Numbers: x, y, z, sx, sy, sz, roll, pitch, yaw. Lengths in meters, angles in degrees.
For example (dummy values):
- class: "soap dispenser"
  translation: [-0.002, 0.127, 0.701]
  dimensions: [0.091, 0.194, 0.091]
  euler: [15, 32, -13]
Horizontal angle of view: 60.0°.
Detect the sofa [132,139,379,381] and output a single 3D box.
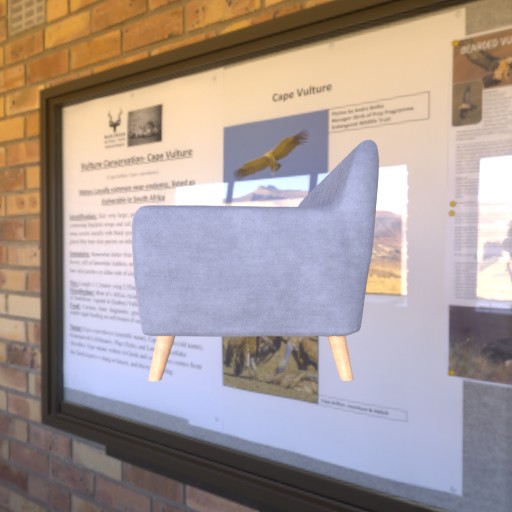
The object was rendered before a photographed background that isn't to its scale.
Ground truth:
- class: "sofa"
  translation: [0.000, 0.000, 2.383]
  dimensions: [0.830, 0.830, 1.970]
  euler: [0, 1, 0]
